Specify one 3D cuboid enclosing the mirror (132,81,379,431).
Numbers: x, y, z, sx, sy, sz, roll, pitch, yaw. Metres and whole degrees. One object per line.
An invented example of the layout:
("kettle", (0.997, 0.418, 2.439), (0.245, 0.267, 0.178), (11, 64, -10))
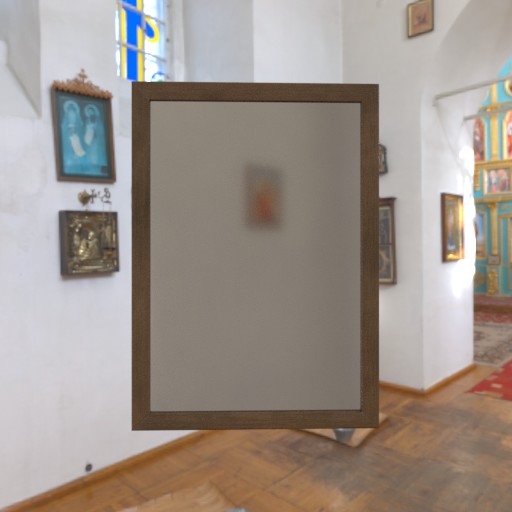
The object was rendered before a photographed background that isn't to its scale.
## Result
("mirror", (0.000, 0.000, 0.927), (0.507, 0.710, 0.040), (0, 0, -1))
